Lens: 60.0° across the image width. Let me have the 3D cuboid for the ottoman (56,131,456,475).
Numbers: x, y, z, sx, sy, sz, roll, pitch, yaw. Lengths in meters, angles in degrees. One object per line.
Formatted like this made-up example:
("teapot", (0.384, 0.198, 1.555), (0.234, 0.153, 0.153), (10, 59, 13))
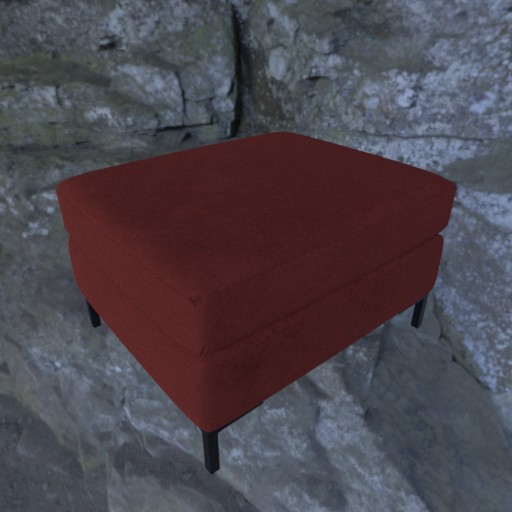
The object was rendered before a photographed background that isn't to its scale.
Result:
("ottoman", (0.000, 0.000, 1.167), (0.782, 0.462, 0.650), (-22, 36, -34))
